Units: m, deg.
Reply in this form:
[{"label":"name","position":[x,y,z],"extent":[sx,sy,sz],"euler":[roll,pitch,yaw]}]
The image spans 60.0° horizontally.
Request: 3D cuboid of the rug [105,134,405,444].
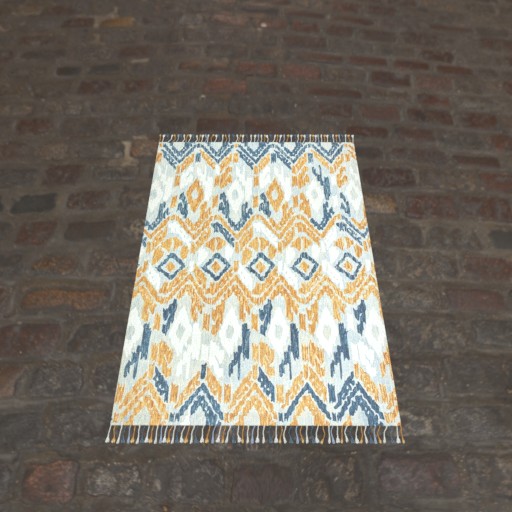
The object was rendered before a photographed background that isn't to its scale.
[{"label":"rug","position":[0.000,0.000,2.303],"extent":[1.230,0.008,1.827],"euler":[0,57,0]}]
